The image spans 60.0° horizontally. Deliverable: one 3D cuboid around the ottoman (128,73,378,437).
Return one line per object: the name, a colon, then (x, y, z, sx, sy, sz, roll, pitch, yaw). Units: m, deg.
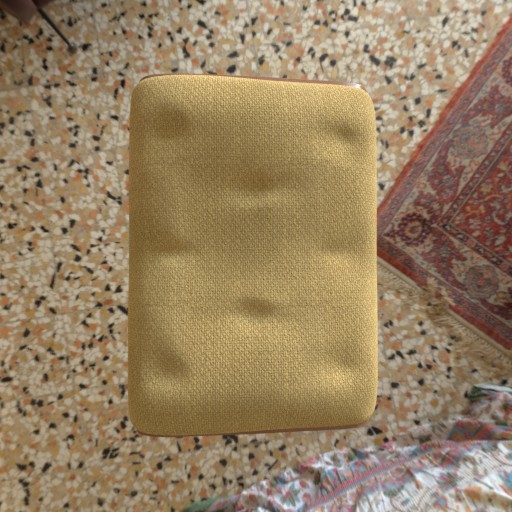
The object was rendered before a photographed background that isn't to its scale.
ottoman: (0.000, 0.000, 0.798, 0.394, 0.391, 0.520, 0, 89, 2)
